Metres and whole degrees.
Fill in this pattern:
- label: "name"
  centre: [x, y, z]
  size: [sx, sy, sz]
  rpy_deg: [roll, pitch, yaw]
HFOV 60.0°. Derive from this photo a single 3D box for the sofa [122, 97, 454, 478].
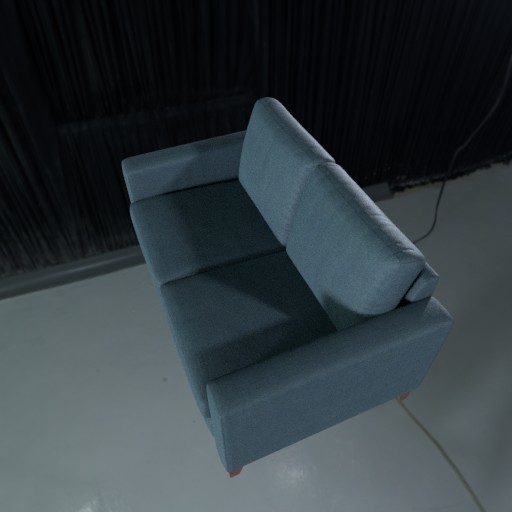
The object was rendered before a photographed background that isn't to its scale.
- label: "sofa"
  centre: [0.000, 0.000, 2.069]
  size: [0.955, 0.903, 1.489]
  rpy_deg: [-17, 49, -16]
